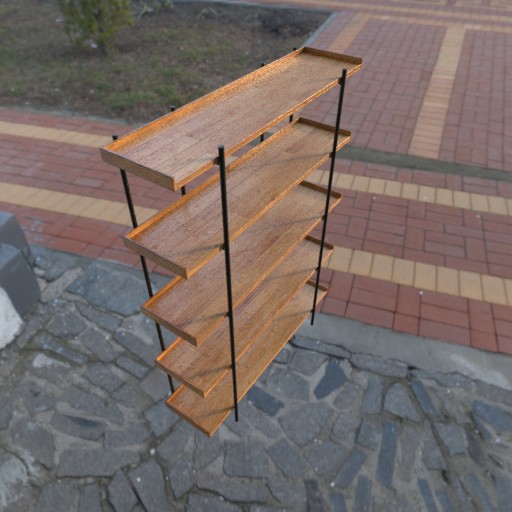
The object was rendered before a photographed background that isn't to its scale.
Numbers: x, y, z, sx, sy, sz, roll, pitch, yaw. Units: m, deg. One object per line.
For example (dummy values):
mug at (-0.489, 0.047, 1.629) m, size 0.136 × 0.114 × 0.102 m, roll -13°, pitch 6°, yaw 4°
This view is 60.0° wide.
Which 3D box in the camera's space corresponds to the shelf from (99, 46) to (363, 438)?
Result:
shelf at (0.000, 0.000, 2.449) m, size 0.379 × 1.826 × 1.371 m, roll 25°, pitch 47°, yaw 26°
